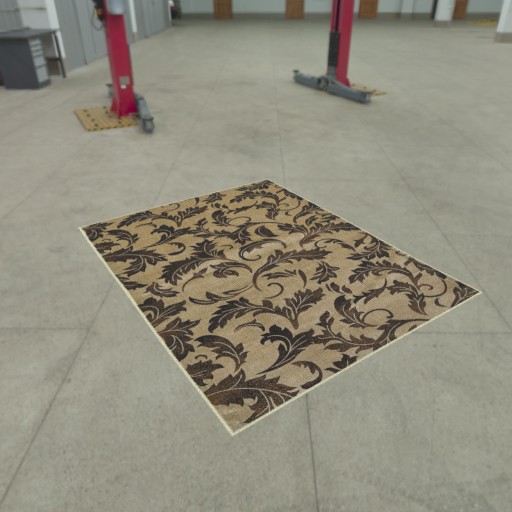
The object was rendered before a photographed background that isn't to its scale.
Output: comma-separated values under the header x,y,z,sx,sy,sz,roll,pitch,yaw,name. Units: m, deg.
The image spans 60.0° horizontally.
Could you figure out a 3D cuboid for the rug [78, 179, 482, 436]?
x,y,z,sx,sy,sz,roll,pitch,yaw,name
0.000,0.000,4.034,2.380,0.008,2.977,-20,36,-29,rug
